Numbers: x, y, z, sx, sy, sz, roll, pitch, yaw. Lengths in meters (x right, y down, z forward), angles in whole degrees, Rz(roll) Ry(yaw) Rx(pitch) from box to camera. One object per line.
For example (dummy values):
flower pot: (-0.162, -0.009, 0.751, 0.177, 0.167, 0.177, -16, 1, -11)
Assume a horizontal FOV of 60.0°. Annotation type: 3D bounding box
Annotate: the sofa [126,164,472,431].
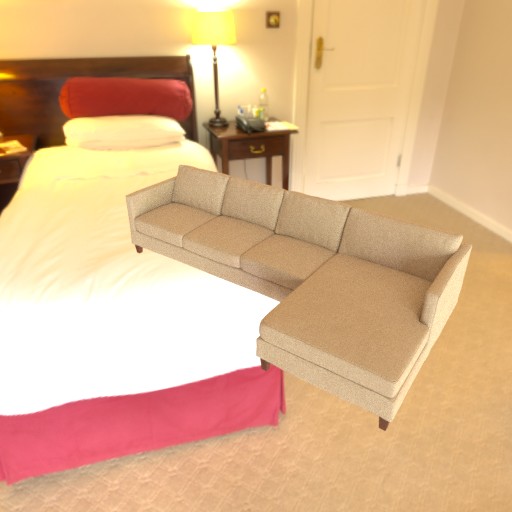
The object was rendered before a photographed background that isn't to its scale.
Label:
sofa: (0.000, 0.000, 3.949, 3.186, 0.846, 1.625, 19, 34, 31)
